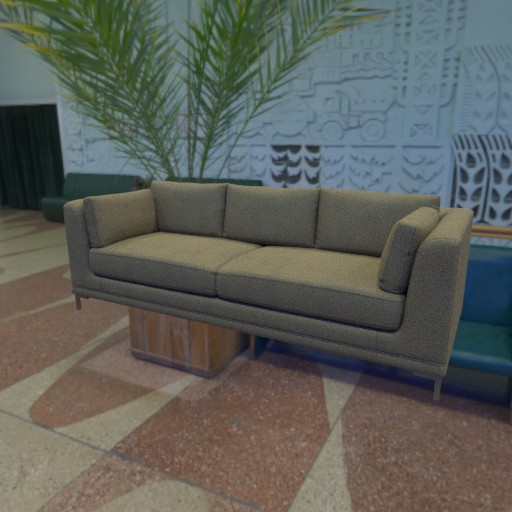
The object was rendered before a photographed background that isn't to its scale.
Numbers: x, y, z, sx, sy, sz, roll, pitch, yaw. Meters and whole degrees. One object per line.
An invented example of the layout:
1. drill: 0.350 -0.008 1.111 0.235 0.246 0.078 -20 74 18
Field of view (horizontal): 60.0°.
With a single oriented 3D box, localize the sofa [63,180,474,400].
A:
1. sofa: 0.000 0.000 2.846 2.415 0.867 0.969 8 16 27
